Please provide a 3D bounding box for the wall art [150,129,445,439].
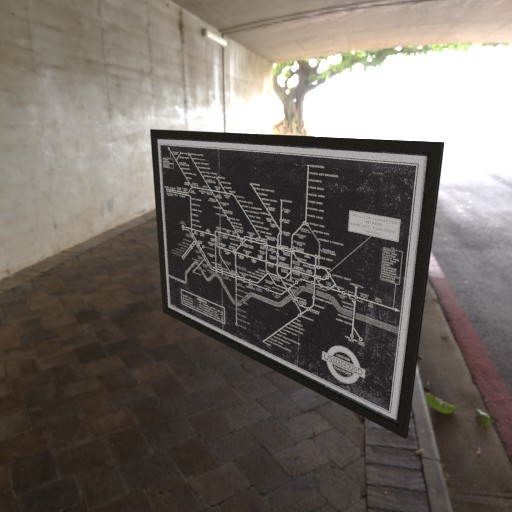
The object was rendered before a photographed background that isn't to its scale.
[{"bbox_3d":[0.000,0.000,1.523,1.192,0.811,0.013,17,24,42],"label":"wall art"}]
